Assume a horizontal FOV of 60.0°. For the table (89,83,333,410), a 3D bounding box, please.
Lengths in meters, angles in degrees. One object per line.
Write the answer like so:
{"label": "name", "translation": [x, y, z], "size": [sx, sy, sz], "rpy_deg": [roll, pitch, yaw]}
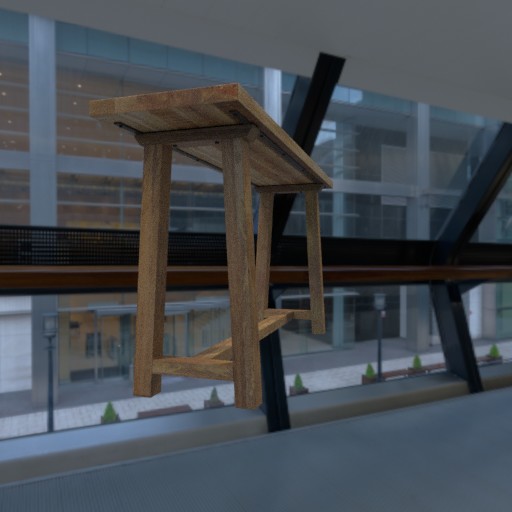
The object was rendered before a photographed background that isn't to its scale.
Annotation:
{"label": "table", "translation": [0.000, 0.000, 1.801], "size": [0.405, 0.810, 1.524], "rpy_deg": [0, 1, 18]}
